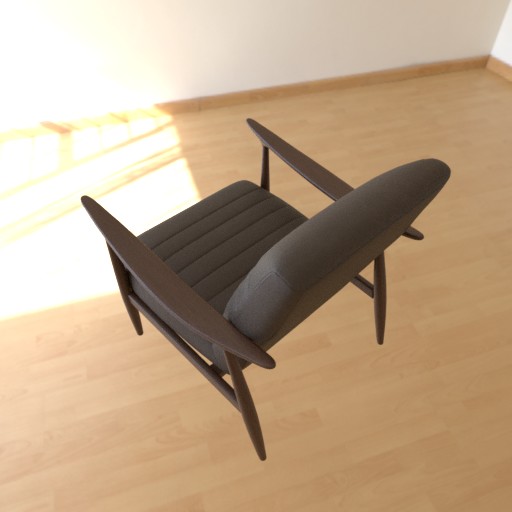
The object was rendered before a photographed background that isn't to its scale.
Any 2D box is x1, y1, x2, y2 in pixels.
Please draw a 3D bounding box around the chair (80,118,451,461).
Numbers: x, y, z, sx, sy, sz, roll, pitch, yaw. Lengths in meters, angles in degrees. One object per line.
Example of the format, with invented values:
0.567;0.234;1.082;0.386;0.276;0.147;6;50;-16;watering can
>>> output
0.000;0.000;1.401;0.741;0.831;0.798;-34;55;-28;chair
